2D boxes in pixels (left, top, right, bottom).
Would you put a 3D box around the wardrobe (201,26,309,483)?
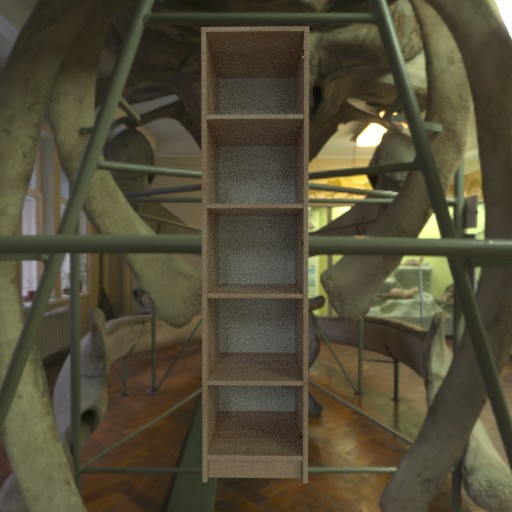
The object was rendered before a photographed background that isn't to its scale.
[{"bbox_3d":[0.000,0.000,2.348,0.496,2.117,0.588,0,1,1],"label":"wardrobe"}]
